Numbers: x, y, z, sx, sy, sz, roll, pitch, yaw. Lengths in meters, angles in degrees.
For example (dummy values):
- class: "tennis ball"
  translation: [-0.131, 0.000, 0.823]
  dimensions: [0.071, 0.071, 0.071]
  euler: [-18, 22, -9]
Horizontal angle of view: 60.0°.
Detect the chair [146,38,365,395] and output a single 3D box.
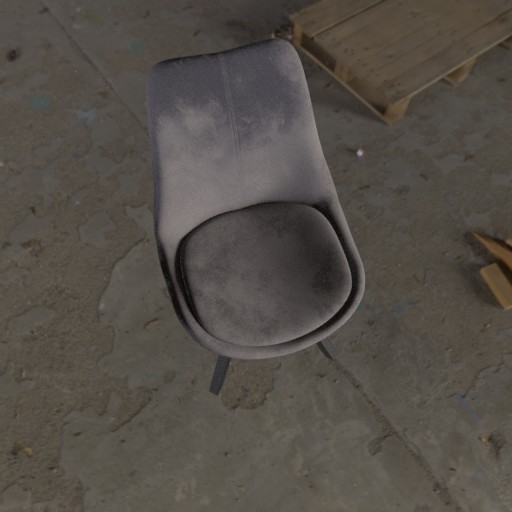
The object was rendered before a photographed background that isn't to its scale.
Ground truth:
- class: "chair"
  translation: [0.000, 0.000, 1.155]
  dimensions: [0.476, 0.850, 0.550]
  euler: [-15, 63, -8]
